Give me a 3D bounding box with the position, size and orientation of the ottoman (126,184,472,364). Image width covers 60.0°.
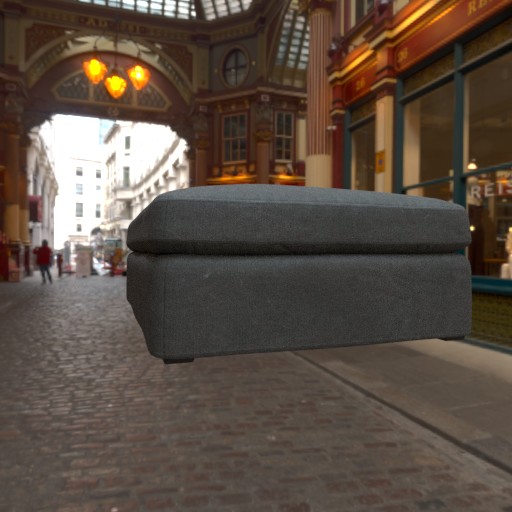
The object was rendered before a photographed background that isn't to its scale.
[{"bbox_3d":[0.000,0.000,1.571,0.840,0.429,1.199,0,1,-19],"label":"ottoman"}]
